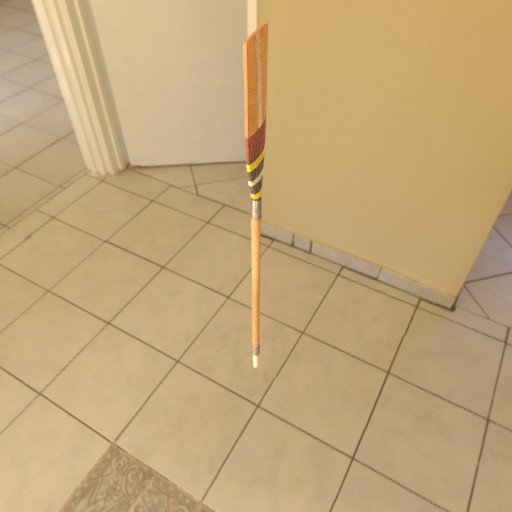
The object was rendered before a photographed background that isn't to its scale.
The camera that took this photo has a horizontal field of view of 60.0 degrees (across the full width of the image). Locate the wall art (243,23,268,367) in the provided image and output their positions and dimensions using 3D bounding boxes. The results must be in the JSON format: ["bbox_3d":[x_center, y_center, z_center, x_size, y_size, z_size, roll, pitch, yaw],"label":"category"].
[{"bbox_3d":[0.000,0.000,1.622,0.038,1.556,0.146,15,48,14],"label":"wall art"}]
